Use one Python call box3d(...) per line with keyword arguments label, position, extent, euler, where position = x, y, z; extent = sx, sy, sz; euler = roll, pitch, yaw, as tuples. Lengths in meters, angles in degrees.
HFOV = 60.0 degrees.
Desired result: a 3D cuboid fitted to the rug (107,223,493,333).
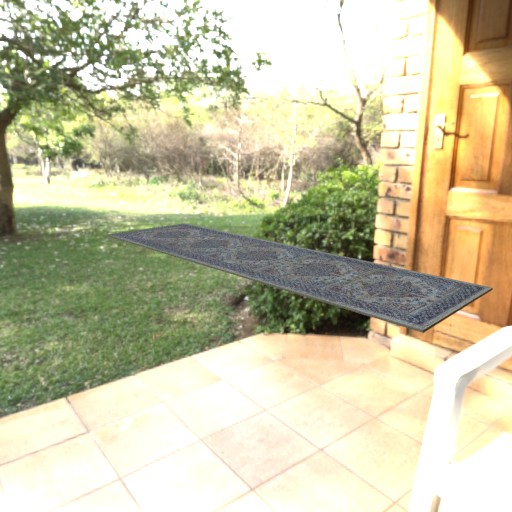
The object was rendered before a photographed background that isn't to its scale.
box3d(label="rug", position=(0.000, 0.000, 2.515), extent=(0.661, 0.013, 2.297), euler=(-13, 19, -43))
